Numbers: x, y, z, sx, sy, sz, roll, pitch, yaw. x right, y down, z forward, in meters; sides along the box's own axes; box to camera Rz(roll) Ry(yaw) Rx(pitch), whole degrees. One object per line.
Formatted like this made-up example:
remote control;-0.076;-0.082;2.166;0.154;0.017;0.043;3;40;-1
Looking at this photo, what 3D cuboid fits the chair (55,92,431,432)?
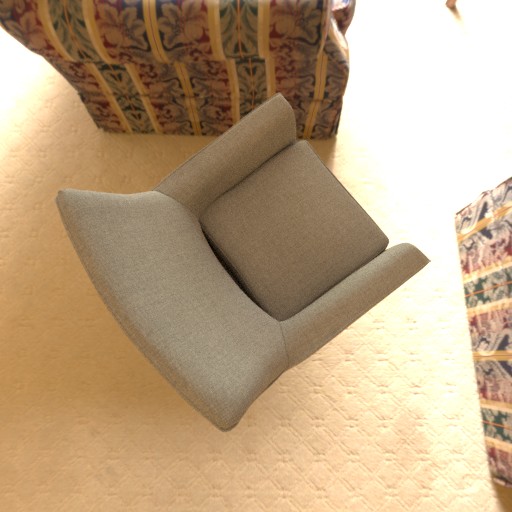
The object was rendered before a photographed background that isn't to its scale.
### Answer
chair;0.000;0.000;1.793;0.993;1.047;0.887;-37;79;-8
